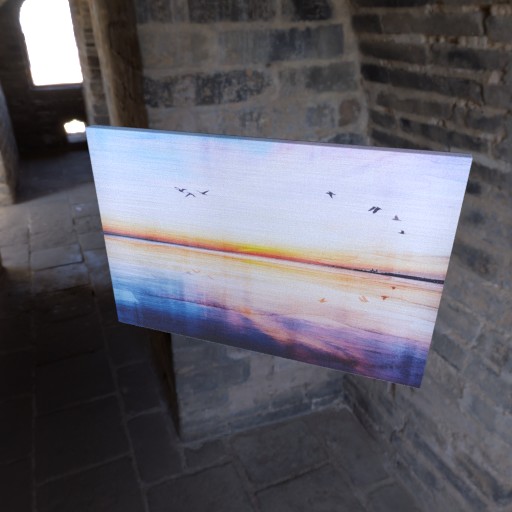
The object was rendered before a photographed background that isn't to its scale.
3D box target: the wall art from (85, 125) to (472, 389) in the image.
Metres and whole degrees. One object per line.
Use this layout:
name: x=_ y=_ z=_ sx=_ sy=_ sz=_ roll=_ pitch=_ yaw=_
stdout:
wall art: x=0.000 y=0.000 z=1.155 sx=0.911 sy=0.605 sz=0.037 roll=9 pitch=29 yaw=17
